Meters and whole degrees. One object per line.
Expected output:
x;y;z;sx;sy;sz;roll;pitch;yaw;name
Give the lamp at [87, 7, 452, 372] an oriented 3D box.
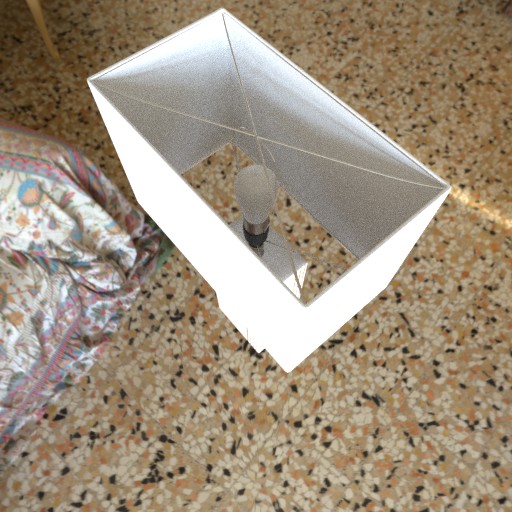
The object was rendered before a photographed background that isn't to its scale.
0.000;0.000;0.670;0.182;0.543;0.334;-37;69;-17;lamp
